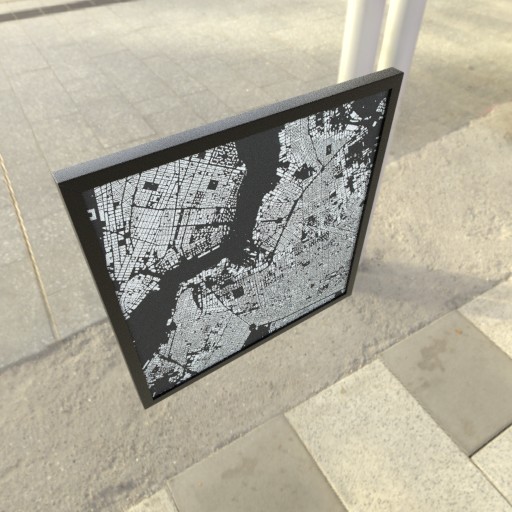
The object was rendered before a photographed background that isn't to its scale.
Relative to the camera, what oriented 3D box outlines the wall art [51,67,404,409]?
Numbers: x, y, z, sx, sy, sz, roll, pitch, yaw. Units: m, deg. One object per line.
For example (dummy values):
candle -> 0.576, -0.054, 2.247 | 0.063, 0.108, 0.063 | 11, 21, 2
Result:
wall art -> 0.000, 0.000, 1.109 | 0.755, 0.761, 0.038 | -25, 50, -23
